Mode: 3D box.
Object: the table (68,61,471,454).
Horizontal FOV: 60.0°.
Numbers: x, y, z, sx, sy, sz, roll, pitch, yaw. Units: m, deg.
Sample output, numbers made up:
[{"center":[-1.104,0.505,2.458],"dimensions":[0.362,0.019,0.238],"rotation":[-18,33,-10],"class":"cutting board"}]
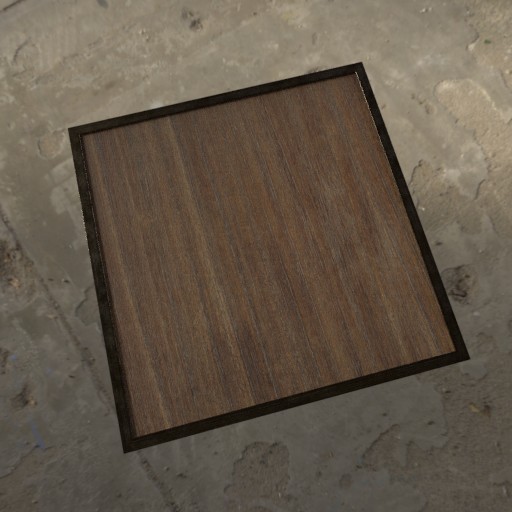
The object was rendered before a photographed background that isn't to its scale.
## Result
[{"center":[0.000,0.000,1.428],"dimensions":[0.899,0.451,0.909],"rotation":[-14,76,-3],"class":"table"}]
